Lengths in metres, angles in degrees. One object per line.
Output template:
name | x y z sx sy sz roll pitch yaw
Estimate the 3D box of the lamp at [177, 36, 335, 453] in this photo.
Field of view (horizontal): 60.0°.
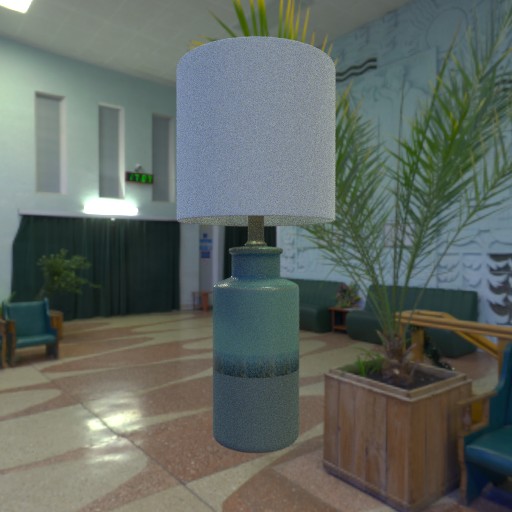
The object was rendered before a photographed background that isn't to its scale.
lamp | 0.000 0.000 0.603 0.212 0.493 0.212 0 1 -36
